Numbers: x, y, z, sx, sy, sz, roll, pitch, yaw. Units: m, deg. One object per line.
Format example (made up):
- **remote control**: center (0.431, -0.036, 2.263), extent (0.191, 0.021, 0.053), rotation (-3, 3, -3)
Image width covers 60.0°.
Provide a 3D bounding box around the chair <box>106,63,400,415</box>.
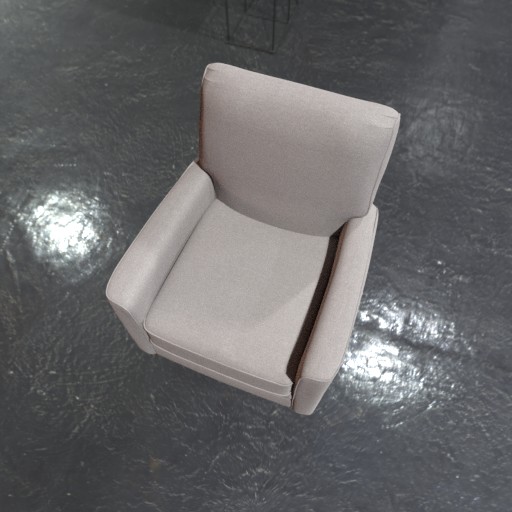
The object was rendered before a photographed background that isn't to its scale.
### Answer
- **chair**: center (0.000, 0.000, 1.699), extent (0.845, 1.023, 0.859), rotation (19, 62, 11)
